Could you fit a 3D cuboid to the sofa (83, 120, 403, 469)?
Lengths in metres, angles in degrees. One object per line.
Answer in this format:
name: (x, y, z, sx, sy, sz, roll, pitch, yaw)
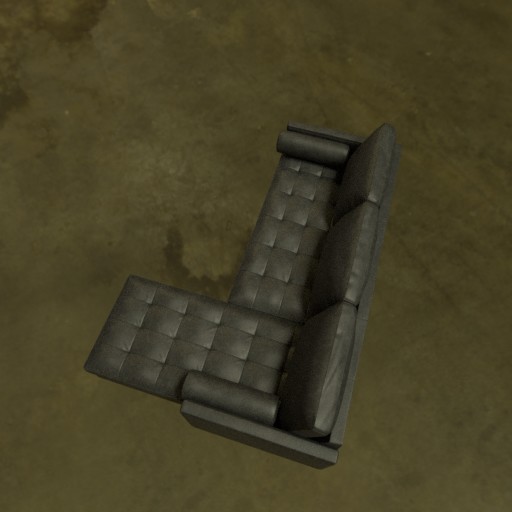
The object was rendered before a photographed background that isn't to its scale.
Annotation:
sofa: (0.000, 0.000, 2.905, 1.497, 0.876, 2.178, 15, 62, 8)
